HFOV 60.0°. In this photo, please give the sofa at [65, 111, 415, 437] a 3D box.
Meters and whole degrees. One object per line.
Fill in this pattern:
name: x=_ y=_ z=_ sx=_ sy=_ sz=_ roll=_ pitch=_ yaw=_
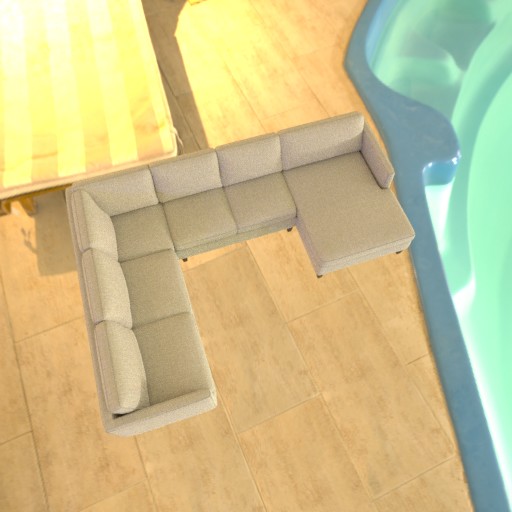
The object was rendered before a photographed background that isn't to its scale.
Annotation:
sofa: x=0.000 y=0.000 z=4.535 sx=3.403 sy=0.889 sz=2.551 roll=-16 pitch=65 yaw=-8
